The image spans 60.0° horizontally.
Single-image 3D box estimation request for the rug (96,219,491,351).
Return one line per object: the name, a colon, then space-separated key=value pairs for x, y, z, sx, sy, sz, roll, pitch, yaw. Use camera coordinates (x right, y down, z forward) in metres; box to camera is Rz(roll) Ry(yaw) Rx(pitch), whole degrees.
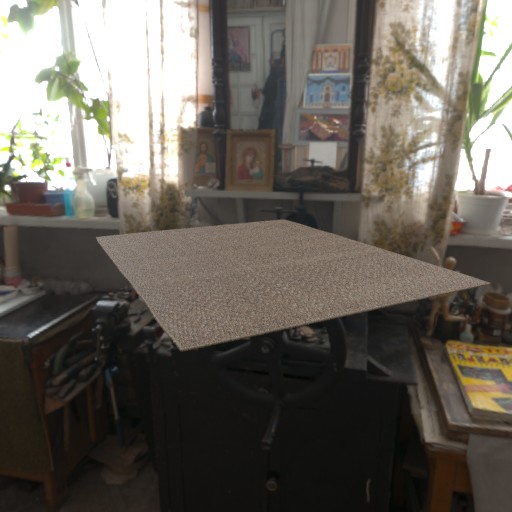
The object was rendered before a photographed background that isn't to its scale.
rug: x=0.000 y=0.000 z=4.095 sx=2.439 sy=0.013 sz=3.048 roll=-7 pitch=17 yaw=-26
